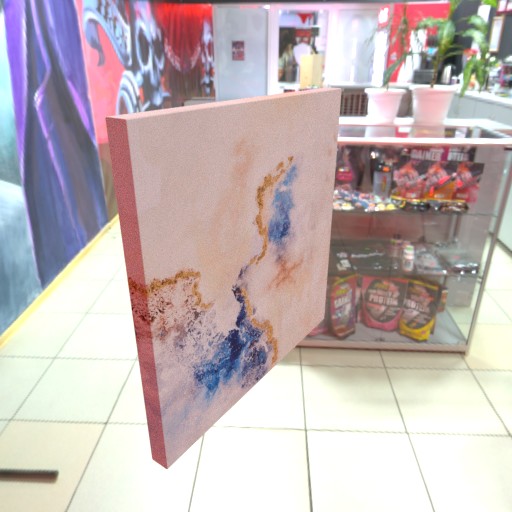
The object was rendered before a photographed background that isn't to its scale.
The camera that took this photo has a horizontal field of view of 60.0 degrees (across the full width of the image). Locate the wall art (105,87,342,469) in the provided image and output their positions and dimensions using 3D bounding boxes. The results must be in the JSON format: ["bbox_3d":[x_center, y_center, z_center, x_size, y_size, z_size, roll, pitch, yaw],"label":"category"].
[{"bbox_3d":[0.000,0.000,1.577,0.071,1.061,1.061,17,30,32],"label":"wall art"}]
